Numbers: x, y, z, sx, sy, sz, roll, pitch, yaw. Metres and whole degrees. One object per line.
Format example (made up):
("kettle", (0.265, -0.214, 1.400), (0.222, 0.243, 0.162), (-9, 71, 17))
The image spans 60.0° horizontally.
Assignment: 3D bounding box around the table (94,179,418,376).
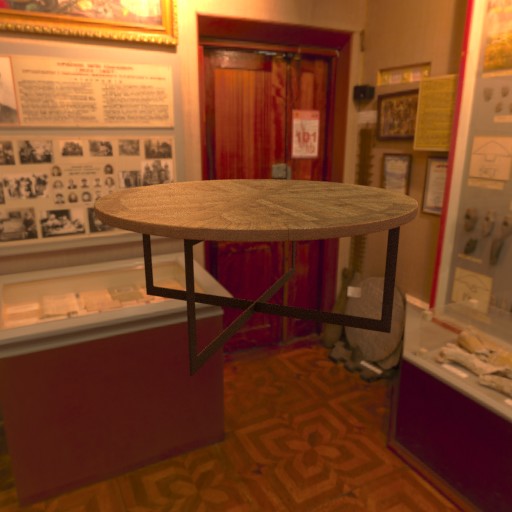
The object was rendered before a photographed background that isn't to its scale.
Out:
("table", (0.000, 0.000, 1.901), (1.264, 0.516, 1.264), (0, 16, 0))
